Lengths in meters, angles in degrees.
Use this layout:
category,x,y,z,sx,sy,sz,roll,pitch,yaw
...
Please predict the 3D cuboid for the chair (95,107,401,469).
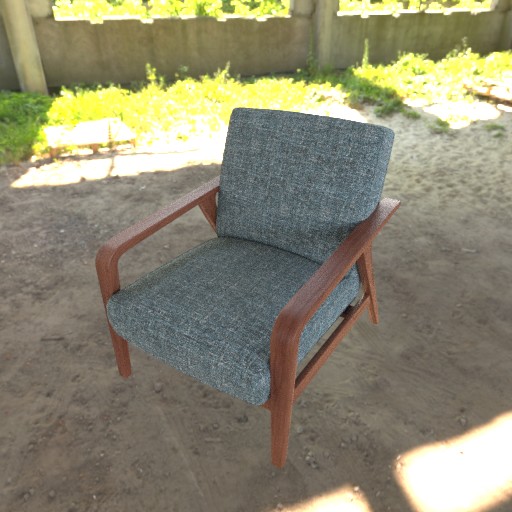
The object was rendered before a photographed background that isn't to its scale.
category,x,y,z,sx,sy,sz,roll,pitch,yaw
chair,0.000,0.000,1.537,0.719,0.864,0.889,18,34,29
